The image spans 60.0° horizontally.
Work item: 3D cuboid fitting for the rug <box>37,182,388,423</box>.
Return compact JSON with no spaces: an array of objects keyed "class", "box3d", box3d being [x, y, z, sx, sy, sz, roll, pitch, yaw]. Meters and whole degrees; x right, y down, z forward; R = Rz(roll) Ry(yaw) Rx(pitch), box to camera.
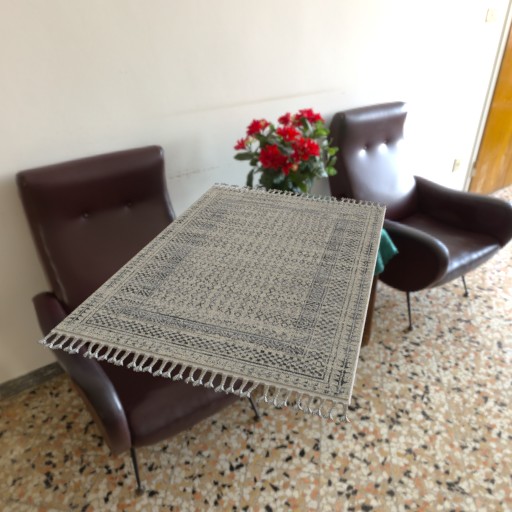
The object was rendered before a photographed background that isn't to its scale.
[{"class":"rug","box3d":[0.000,0.000,2.349,1.243,0.013,1.872,9,32,16]}]
